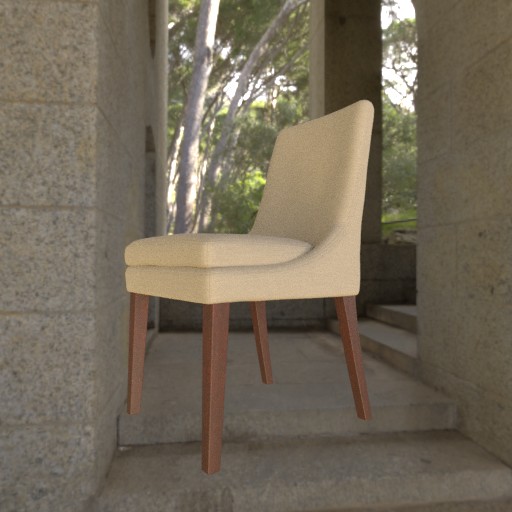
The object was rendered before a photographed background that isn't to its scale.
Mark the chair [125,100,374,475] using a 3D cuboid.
[{"bbox_3d":[0.000,0.000,1.321,0.638,0.940,0.515,0,-1,-37],"label":"chair"}]
